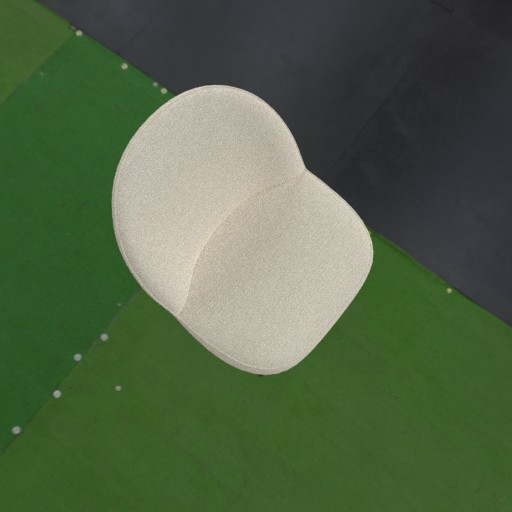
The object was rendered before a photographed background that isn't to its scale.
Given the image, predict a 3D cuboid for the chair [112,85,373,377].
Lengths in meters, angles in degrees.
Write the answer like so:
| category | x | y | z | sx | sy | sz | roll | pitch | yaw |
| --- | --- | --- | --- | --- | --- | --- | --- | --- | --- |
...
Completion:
| category | x | y | z | sx | sy | sz | roll | pitch | yaw |
| --- | --- | --- | --- | --- | --- | --- | --- | --- | --- |
| chair | 0.000 | 0.000 | 1.187 | 0.540 | 0.838 | 0.532 | 39 | 79 | 9 |
